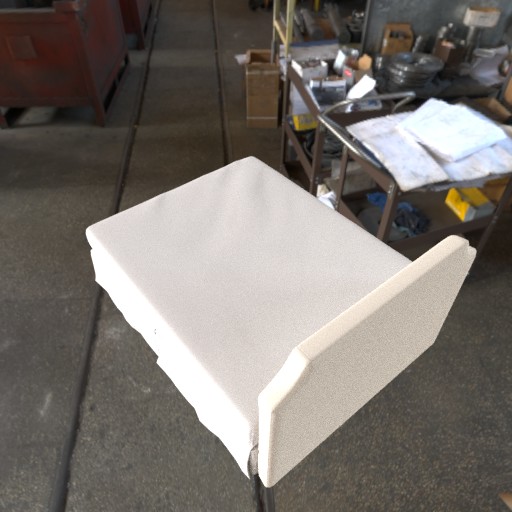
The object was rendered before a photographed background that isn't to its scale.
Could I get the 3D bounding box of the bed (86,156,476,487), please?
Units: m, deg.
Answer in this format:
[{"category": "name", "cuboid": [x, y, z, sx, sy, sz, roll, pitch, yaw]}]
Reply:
[{"category": "bed", "cuboid": [0.000, 0.000, 3.538, 1.977, 1.293, 2.498, -30, 52, -27]}]
